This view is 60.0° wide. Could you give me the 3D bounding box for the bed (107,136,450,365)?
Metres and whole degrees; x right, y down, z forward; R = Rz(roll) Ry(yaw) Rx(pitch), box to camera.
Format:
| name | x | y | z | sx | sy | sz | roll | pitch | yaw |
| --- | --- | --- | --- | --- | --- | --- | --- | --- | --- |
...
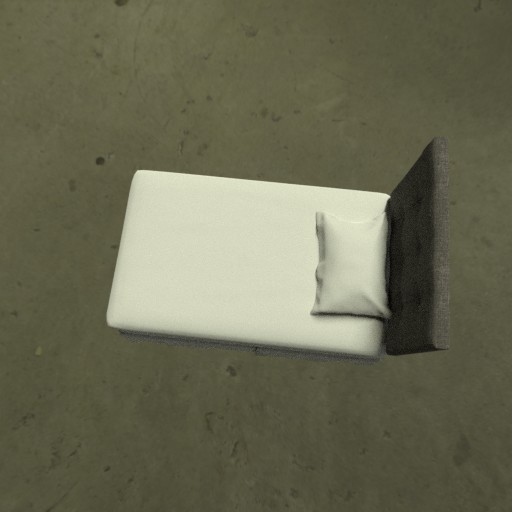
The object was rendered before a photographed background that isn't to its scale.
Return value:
| name | x | y | z | sx | sy | sz | roll | pitch | yaw |
| --- | --- | --- | --- | --- | --- | --- | --- | --- | --- |
| bed | 0.000 | 0.000 | 3.012 | 1.997 | 1.571 | 1.261 | 6 | 75 | 2 |
